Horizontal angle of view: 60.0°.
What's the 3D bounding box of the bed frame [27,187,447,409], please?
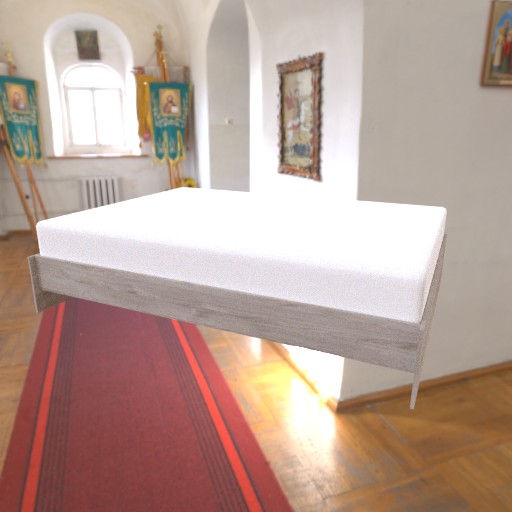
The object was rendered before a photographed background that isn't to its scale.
[{"bbox_3d":[0.000,0.000,2.551,1.945,0.497,1.445,8,19,24],"label":"bed frame"}]
